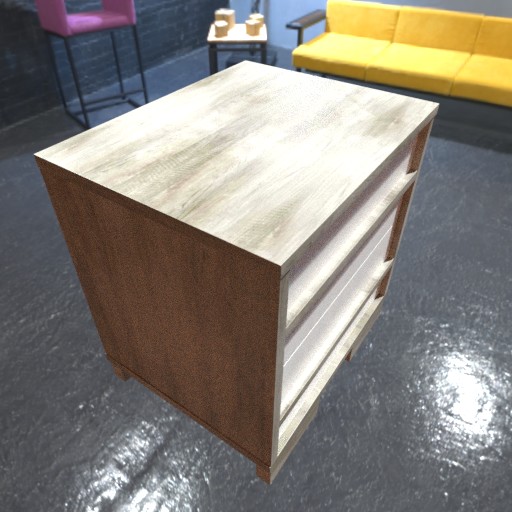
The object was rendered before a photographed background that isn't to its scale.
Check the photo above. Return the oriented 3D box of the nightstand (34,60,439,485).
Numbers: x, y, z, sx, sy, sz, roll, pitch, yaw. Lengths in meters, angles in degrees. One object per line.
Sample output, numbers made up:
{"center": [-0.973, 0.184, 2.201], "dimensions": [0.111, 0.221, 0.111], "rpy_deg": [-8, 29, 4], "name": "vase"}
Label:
{"center": [0.000, 0.000, 0.726], "dimensions": [0.347, 0.448, 0.427], "rpy_deg": [24, 46, 26], "name": "nightstand"}
